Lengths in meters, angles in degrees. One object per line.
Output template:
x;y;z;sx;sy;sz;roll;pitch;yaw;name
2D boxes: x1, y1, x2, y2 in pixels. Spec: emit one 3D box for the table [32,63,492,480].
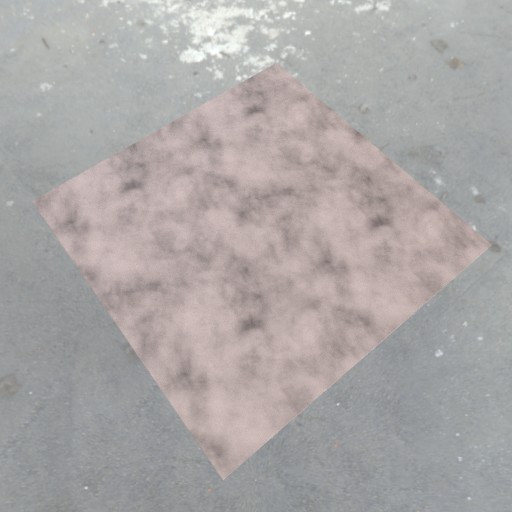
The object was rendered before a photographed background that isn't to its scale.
0.000;0.000;1.043;0.670;0.305;0.670;-36;68;-16;table
